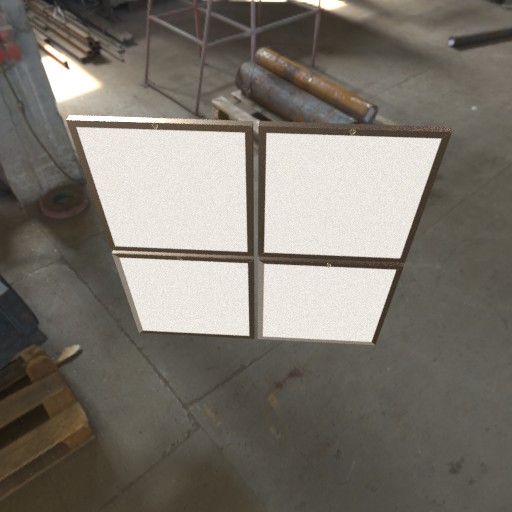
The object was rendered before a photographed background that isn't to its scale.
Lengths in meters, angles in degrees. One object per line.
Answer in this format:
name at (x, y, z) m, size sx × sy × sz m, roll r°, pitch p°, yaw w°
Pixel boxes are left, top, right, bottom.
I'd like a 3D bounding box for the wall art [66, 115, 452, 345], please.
wall art at (0.000, 0.000, 1.563) m, size 1.032 × 1.032 × 0.030 m, roll 3°, pitch 47°, yaw 2°
